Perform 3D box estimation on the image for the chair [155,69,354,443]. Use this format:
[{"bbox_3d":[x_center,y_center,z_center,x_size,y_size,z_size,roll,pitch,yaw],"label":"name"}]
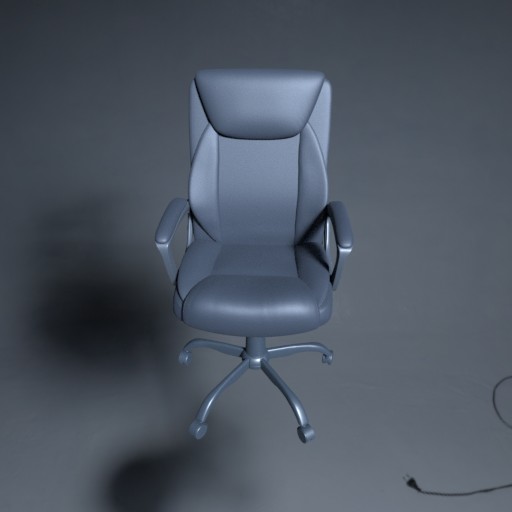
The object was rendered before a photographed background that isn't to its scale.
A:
[{"bbox_3d":[0.000,0.000,1.456,0.615,1.072,0.655,1,30,3],"label":"chair"}]
